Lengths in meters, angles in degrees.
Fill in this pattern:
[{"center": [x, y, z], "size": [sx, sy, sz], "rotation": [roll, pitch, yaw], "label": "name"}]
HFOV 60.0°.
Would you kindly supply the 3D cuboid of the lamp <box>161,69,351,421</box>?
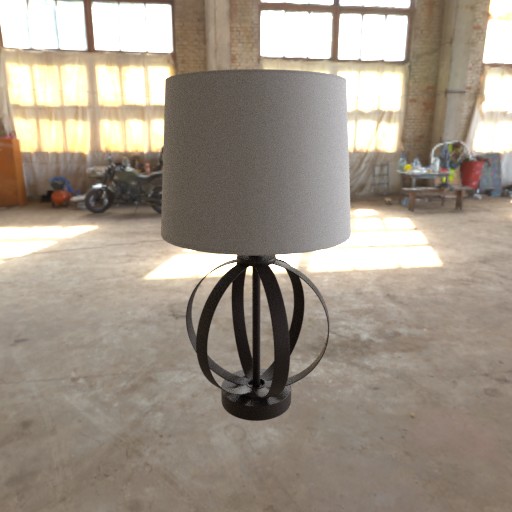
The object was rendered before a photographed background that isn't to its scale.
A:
[{"center": [0.000, 0.000, 0.693], "size": [0.286, 0.510, 0.286], "rotation": [0, 15, 0], "label": "lamp"}]
